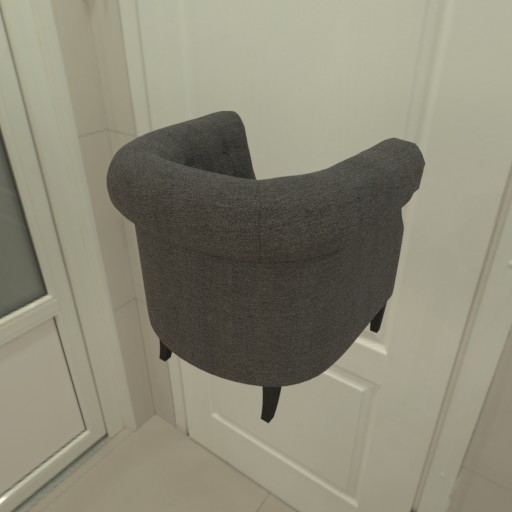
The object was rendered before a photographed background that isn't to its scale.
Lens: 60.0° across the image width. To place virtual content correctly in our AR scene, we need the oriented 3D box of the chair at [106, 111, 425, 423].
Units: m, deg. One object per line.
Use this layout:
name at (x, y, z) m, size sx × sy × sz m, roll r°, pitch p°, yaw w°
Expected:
chair at (0.000, 0.000, 1.571) m, size 0.905 × 0.827 × 0.852 m, roll 20°, pitch 36°, yaw 31°
